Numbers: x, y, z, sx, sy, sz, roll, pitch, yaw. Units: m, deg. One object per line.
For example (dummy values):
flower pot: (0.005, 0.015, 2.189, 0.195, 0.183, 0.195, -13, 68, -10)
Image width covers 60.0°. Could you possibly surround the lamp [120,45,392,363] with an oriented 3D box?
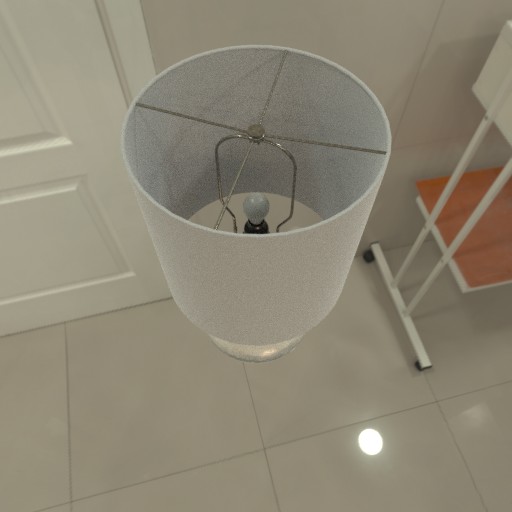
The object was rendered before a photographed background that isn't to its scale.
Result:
lamp: (0.000, 0.000, 0.530, 0.216, 0.404, 0.216, -12, 59, -7)
